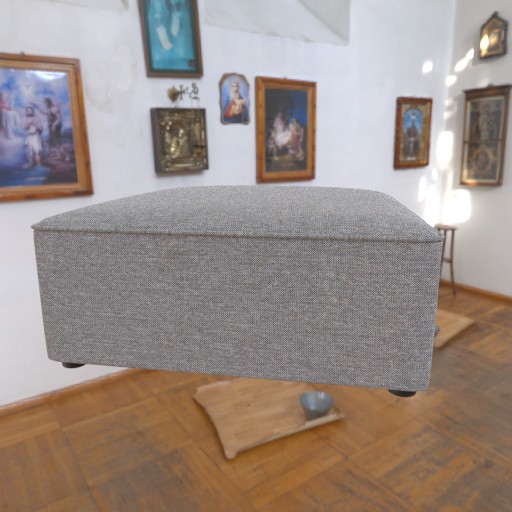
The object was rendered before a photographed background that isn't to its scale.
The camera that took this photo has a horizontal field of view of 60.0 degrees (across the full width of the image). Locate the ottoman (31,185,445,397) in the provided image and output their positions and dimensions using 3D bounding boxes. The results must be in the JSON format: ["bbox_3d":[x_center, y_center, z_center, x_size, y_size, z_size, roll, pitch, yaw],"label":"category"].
[{"bbox_3d":[0.000,0.000,1.541,1.005,0.455,1.005,2,13,9],"label":"ottoman"}]
